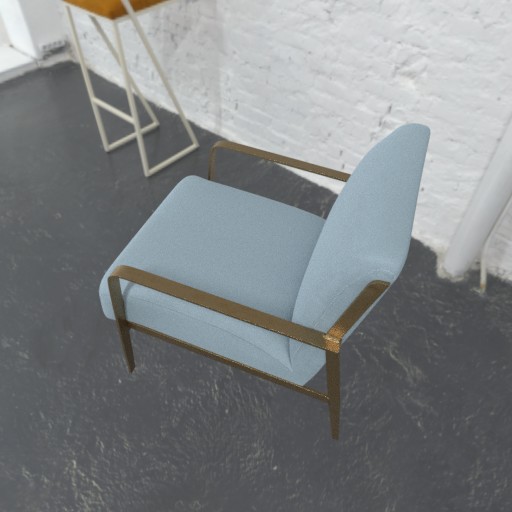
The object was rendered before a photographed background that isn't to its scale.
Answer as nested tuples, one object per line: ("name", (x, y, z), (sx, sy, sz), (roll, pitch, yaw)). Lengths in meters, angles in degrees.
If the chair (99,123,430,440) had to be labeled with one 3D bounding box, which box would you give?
("chair", (0.000, 0.000, 1.448), (0.842, 0.824, 0.701), (15, 48, 14))
